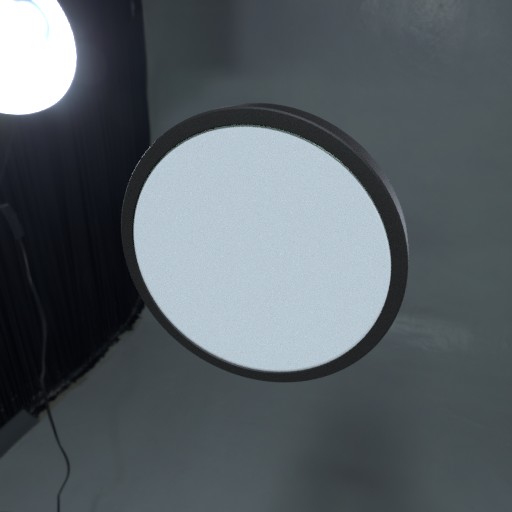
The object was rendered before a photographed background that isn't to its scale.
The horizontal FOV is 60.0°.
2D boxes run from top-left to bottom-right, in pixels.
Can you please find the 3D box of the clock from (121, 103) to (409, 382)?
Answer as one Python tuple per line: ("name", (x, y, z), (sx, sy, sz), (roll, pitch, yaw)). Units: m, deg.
("clock", (0.000, 0.000, 0.450), (0.293, 0.293, 0.040), (8, 26, 16))
